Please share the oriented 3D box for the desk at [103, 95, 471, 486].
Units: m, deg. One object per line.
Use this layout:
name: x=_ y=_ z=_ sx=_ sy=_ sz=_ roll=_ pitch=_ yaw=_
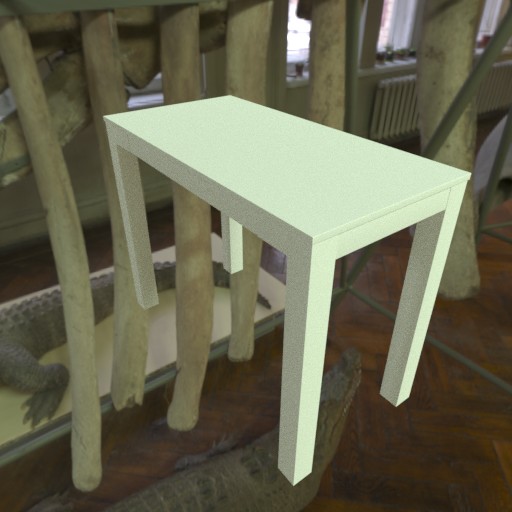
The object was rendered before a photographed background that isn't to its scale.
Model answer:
desk: x=0.000 y=0.000 z=1.432 sx=0.497 sy=0.762 sz=0.990 roll=-22 pitch=38 yaw=-31
